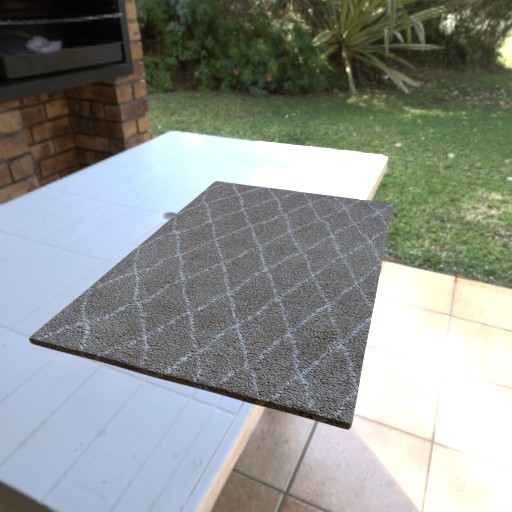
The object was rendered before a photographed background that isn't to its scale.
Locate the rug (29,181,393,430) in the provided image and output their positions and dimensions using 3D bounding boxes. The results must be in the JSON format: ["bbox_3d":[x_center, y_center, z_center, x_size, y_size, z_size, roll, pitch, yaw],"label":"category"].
[{"bbox_3d":[0.000,0.000,2.233,1.219,0.030,1.778,10,32,16],"label":"rug"}]
